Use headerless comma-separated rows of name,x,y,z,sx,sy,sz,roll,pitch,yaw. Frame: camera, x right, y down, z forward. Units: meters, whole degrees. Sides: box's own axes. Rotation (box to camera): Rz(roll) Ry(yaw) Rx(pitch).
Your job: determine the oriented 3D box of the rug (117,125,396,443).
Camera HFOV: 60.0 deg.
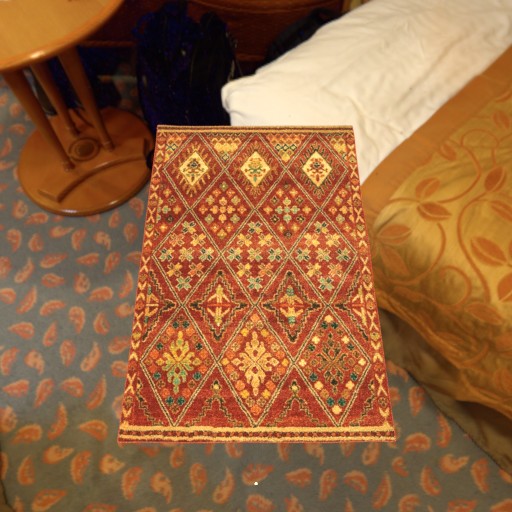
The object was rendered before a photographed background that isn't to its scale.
rug,0.000,0.000,2.930,1.521,0.026,2.286,0,63,0
